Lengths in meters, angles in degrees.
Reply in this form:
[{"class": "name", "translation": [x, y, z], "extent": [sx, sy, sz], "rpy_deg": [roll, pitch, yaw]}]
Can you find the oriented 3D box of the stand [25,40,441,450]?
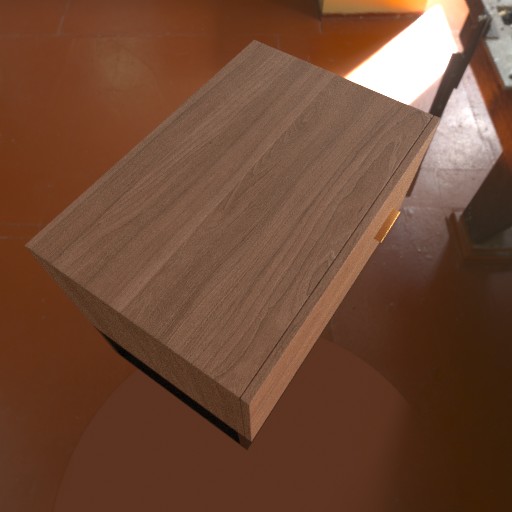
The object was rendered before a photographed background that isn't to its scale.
[{"class": "stand", "translation": [0.000, 0.000, 0.936], "extent": [0.420, 0.500, 0.600], "rpy_deg": [31, 64, 17]}]
